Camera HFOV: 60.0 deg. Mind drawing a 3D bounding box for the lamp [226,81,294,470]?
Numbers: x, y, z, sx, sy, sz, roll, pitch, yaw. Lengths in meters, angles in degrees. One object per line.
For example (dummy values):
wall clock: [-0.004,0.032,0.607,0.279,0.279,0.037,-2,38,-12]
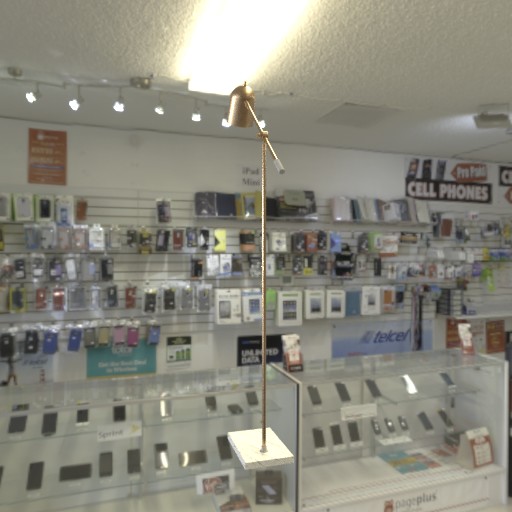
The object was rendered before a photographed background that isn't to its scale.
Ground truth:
lamp: [0.000,0.000,1.856,0.194,1.594,0.653,0,0,-17]
